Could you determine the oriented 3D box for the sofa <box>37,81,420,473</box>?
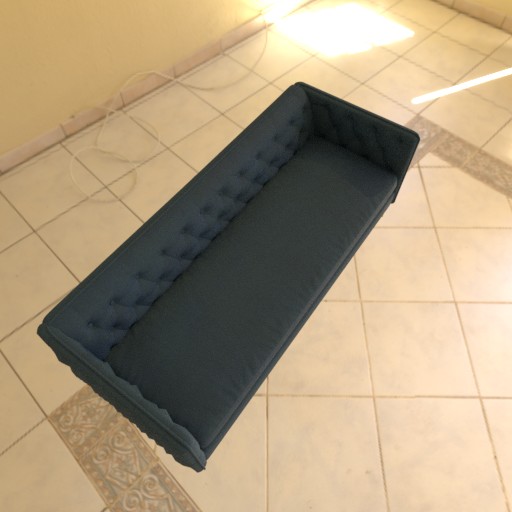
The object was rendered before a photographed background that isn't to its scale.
[{"bbox_3d":[0.000,0.000,2.598,0.895,0.771,2.209,31,63,18],"label":"sofa"}]
